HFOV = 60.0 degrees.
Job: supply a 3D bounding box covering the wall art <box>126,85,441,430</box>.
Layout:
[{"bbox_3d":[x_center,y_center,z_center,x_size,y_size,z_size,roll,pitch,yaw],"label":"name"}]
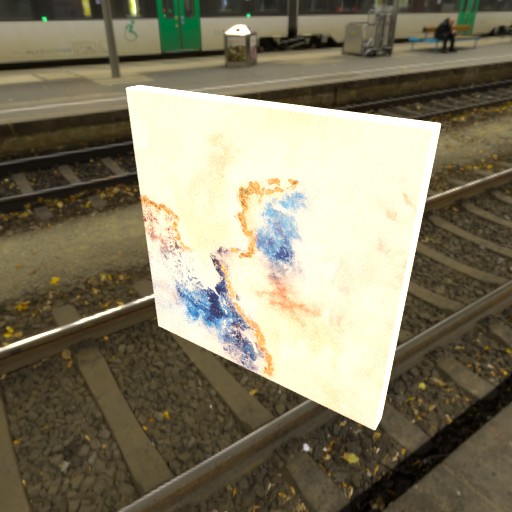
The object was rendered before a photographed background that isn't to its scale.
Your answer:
[{"bbox_3d":[0.000,0.000,1.592,1.061,1.061,0.071,18,34,29],"label":"wall art"}]
